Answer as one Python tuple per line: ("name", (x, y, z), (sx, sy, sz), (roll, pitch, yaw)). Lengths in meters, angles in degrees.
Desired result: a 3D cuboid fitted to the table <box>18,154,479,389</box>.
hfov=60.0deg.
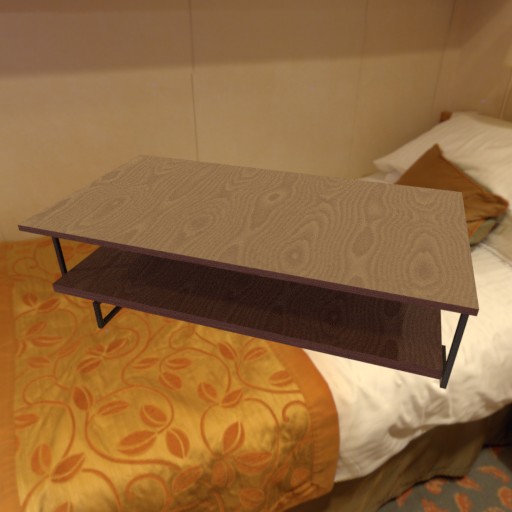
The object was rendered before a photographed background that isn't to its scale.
("table", (0.000, 0.000, 1.435), (1.197, 0.347, 0.651), (10, 32, 16))
